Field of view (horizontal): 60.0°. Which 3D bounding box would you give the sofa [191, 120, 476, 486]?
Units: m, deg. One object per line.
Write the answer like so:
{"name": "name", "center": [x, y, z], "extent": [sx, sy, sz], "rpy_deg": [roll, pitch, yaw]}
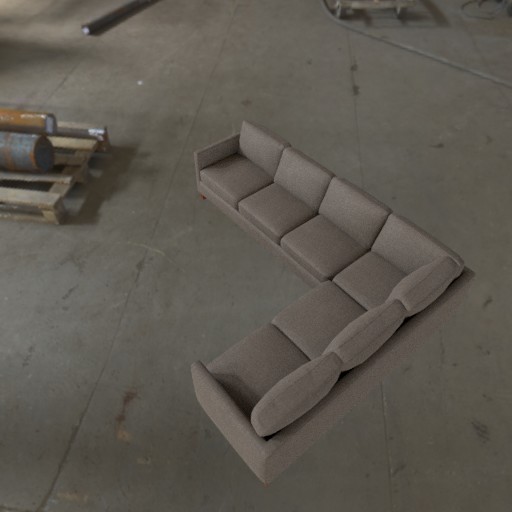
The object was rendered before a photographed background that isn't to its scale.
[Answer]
{"name": "sofa", "center": [0.000, 0.000, 4.515], "extent": [2.593, 0.947, 3.302], "rpy_deg": [-31, 55, -26]}
